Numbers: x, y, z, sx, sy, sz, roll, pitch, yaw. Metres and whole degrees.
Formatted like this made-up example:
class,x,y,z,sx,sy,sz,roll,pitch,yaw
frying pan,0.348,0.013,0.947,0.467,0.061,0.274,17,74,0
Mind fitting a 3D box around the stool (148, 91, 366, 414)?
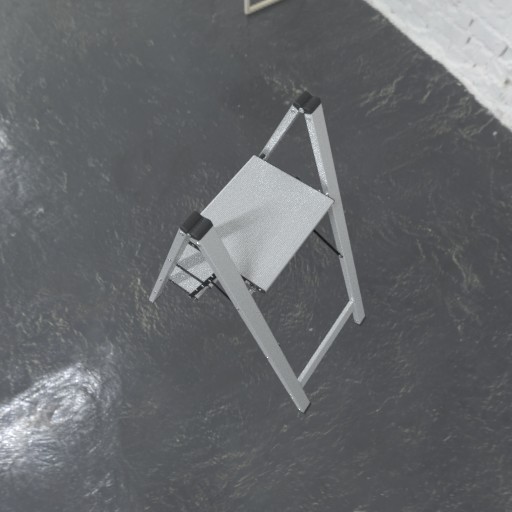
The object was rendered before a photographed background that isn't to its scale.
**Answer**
class,x,y,z,sx,sy,sz,roll,pitch,yaw
stool,0.000,0.000,1.310,0.730,0.902,0.441,33,68,15
